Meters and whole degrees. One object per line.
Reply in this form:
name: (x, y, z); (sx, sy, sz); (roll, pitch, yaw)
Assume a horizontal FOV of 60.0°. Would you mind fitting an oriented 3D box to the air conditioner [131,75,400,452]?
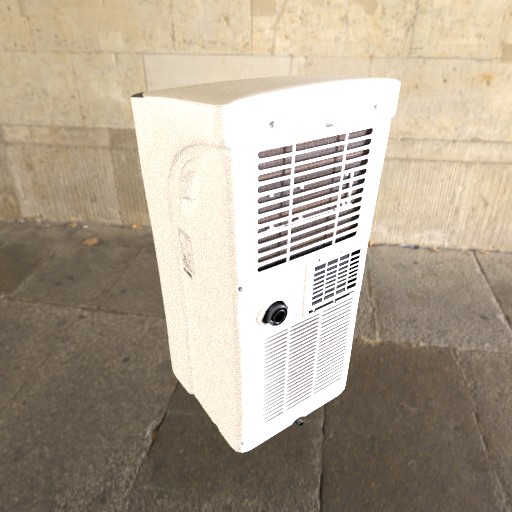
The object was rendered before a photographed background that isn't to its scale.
air conditioner: (0.000, 0.000, 0.919); (0.352, 0.716, 0.369); (-20, 35, -30)
